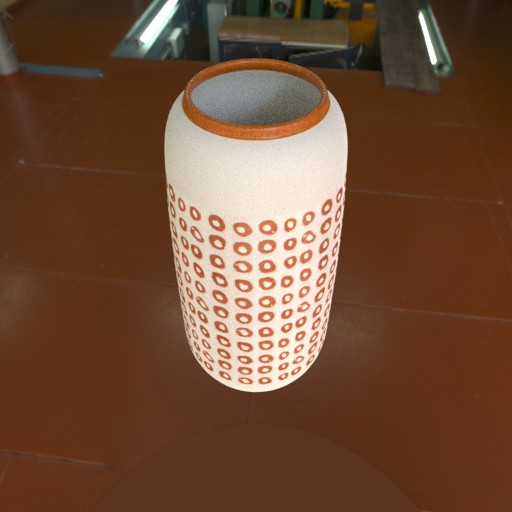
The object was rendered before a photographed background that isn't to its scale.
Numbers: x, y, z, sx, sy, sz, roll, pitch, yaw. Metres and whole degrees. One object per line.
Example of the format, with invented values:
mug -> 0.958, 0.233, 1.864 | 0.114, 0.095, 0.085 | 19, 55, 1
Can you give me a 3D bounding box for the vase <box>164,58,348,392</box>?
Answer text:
vase -> 0.000, 0.000, 0.356 | 0.133, 0.282, 0.133 | 0, 48, 0
